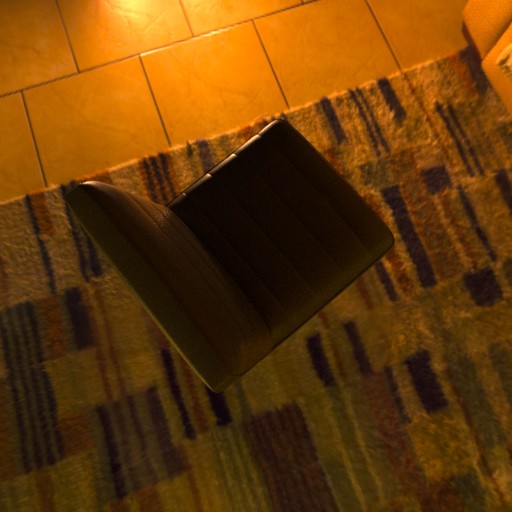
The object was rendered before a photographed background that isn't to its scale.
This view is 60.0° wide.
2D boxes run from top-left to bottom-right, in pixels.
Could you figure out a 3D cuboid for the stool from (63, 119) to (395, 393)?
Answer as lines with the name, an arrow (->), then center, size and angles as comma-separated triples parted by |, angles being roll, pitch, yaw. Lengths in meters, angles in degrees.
stool -> 0.000, 0.000, 1.231 | 0.552, 0.938, 0.457 | -39, 79, -9
